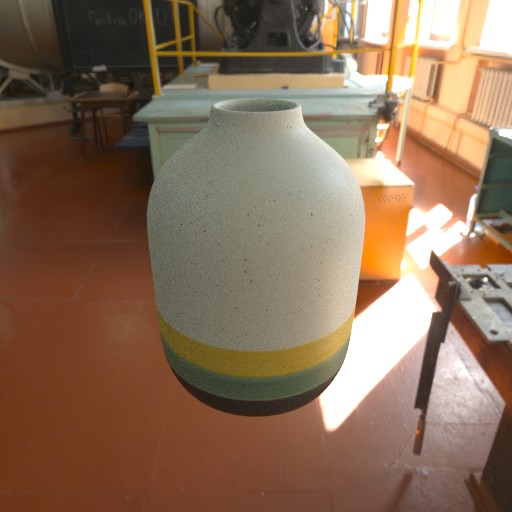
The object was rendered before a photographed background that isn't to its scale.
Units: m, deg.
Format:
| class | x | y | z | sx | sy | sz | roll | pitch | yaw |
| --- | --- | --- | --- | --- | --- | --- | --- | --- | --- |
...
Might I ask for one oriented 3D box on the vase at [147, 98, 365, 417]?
| class | x | y | z | sx | sy | sz | roll | pitch | yaw |
| --- | --- | --- | --- | --- | --- | --- | --- | --- | --- |
| vase | 0.000 | 0.000 | 0.367 | 0.169 | 0.240 | 0.169 | 0 | 28 | 0 |
